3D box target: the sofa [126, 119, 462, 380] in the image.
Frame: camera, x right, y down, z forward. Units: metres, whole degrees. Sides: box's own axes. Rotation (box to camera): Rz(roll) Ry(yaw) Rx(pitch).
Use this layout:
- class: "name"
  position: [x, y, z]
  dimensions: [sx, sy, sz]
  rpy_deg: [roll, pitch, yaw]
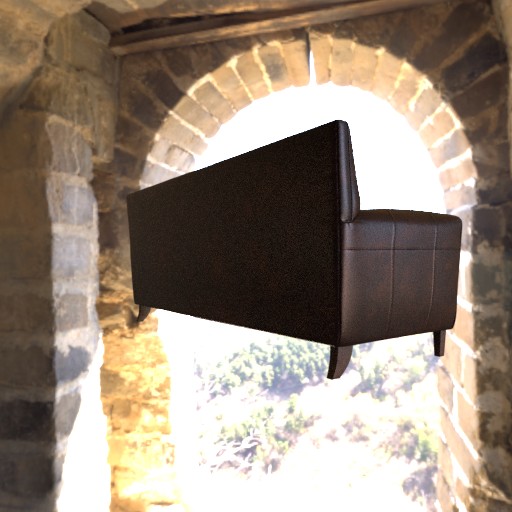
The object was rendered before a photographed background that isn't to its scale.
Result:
- class: "sofa"
  position: [0.000, 0.000, 2.457]
  dimensions: [0.786, 0.871, 1.995]
  rpy_deg: [1, -1, -35]
